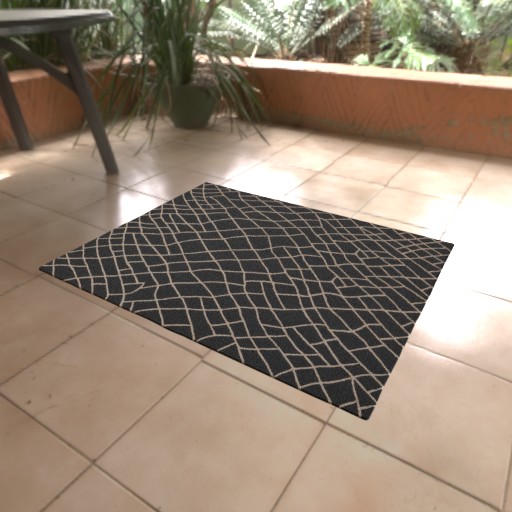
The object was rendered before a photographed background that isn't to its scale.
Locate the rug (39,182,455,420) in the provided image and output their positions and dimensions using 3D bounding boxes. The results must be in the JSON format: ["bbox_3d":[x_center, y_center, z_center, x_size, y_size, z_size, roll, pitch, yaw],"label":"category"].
[{"bbox_3d":[0.000,0.000,4.115,3.047,0.022,2.439,18,35,27],"label":"rug"}]
